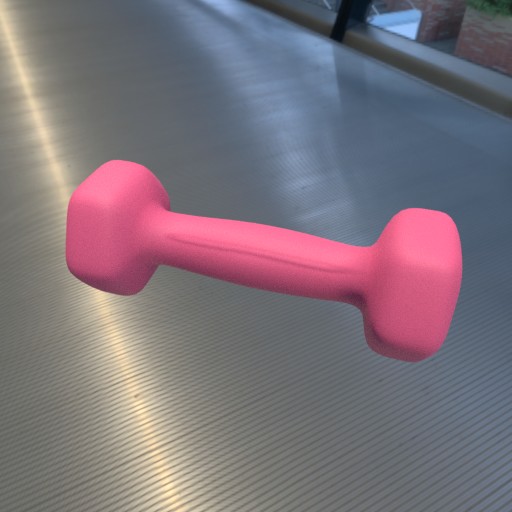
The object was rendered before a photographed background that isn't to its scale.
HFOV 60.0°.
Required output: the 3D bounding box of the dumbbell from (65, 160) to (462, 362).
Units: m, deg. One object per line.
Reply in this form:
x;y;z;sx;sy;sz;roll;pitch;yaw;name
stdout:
0.000;0.000;0.175;0.146;0.053;0.058;11;43;12;dumbbell
